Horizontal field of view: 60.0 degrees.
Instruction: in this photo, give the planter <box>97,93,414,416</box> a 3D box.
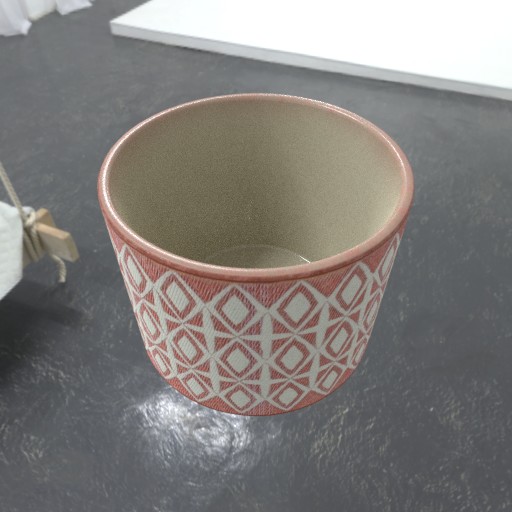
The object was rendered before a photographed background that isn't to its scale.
[{"bbox_3d":[0.000,0.000,0.476,0.273,0.237,0.273,0,45,0],"label":"planter"}]
